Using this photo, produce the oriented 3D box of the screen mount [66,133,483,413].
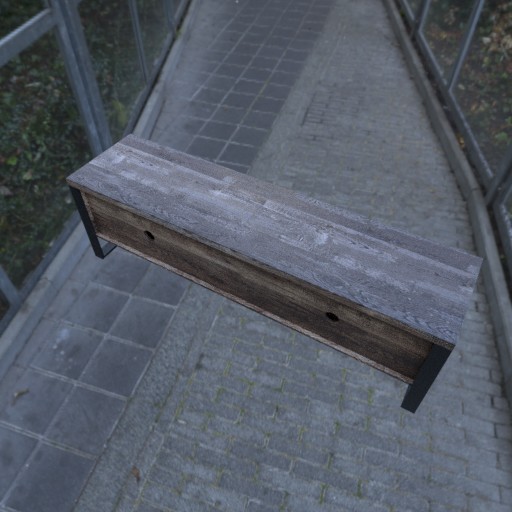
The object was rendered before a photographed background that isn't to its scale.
[{"bbox_3d":[0.000,0.000,1.783,1.524,0.450,0.395,23,51,20],"label":"screen mount"}]
